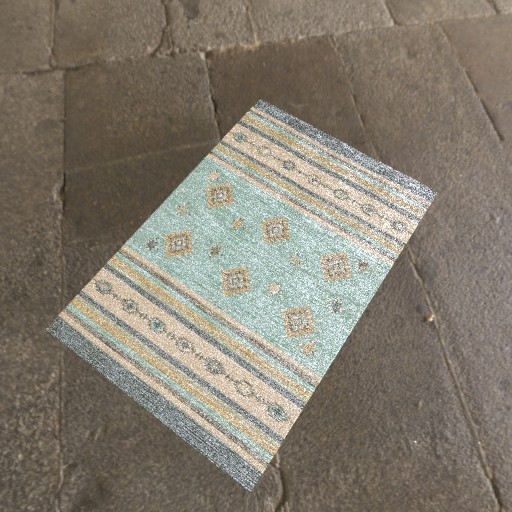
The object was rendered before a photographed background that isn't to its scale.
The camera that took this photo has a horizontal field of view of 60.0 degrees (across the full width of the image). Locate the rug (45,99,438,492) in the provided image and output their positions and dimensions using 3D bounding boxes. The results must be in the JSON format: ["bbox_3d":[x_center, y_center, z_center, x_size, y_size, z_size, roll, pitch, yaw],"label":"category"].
[{"bbox_3d":[0.000,0.000,2.308,1.212,0.010,1.811,32,69,14],"label":"rug"}]
